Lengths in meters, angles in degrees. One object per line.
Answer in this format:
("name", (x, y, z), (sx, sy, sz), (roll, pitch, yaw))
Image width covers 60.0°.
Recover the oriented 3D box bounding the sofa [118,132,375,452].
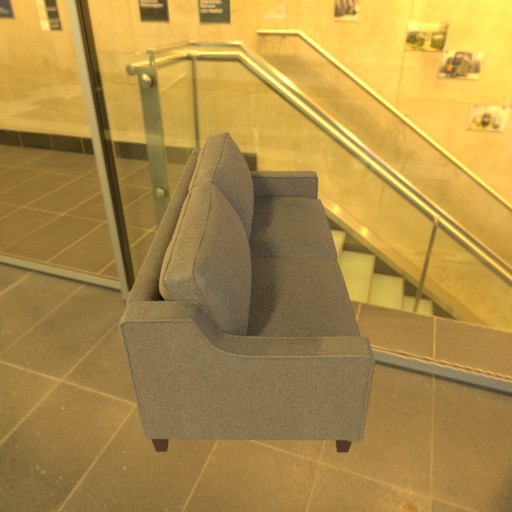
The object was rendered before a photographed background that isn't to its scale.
("sofa", (0.000, 0.000, 2.838), (1.073, 1.074, 2.181), (0, 31, 0))
